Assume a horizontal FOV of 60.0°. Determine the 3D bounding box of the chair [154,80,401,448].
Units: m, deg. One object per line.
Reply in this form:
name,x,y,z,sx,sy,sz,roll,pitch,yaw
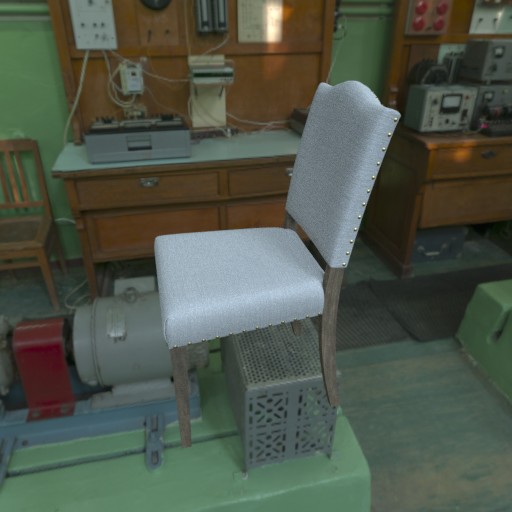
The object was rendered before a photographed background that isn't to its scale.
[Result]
chair,0.000,0.000,1.398,0.620,1.020,0.508,-7,30,-12
